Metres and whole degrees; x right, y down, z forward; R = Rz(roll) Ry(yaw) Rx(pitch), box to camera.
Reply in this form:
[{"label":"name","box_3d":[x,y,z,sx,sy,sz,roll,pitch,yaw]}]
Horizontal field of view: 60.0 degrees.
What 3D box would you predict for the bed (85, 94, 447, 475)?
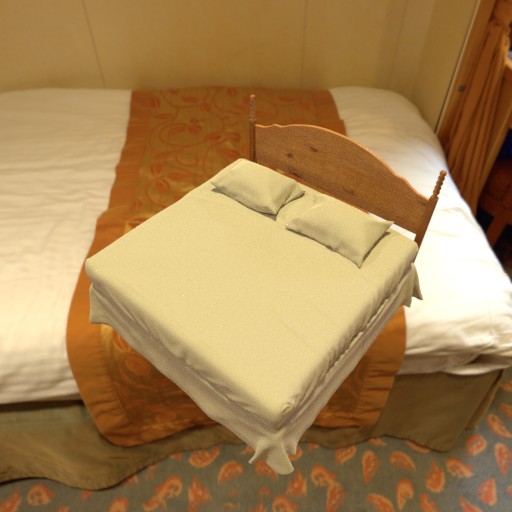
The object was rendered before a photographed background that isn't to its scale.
[{"label":"bed","box_3d":[0.000,0.000,3.621,2.322,1.355,2.219,31,54,26]}]
